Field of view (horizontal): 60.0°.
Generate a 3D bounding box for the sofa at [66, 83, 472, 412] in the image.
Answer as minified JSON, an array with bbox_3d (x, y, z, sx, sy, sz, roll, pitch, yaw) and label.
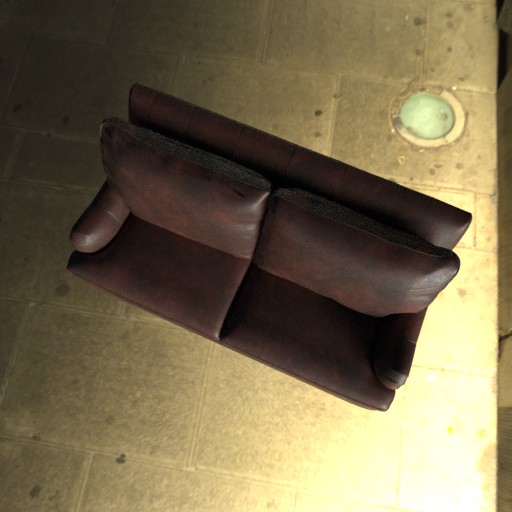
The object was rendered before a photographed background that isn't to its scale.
[{"bbox_3d":[0.000,0.000,2.749,2.144,1.071,1.147,23,76,6],"label":"sofa"}]
